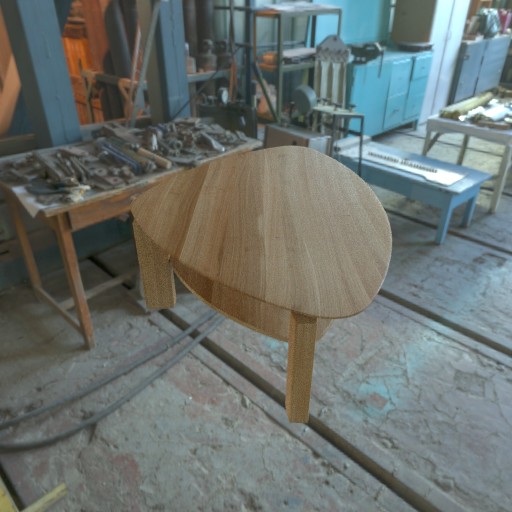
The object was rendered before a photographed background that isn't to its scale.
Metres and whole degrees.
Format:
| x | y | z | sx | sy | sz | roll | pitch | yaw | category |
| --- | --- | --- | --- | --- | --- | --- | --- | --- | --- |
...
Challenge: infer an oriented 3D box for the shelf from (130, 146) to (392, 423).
| x | y | z | sx | sy | sz | roll | pitch | yaw | category |
| --- | --- | --- | --- | --- | --- | --- | --- | --- | --- |
| 0.000 | 0.000 | 1.654 | 0.863 | 0.439 | 1.240 | 0 | 32 | -1 | shelf |
